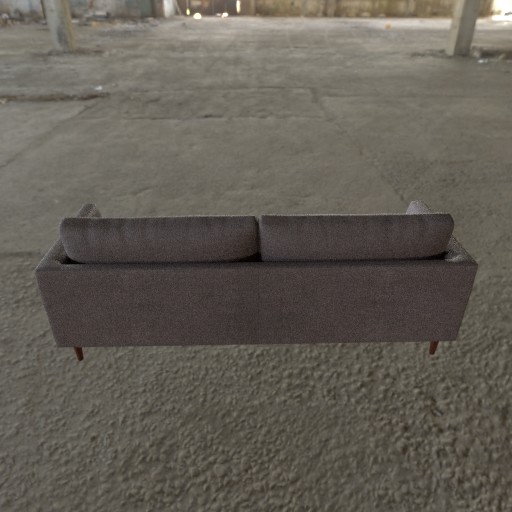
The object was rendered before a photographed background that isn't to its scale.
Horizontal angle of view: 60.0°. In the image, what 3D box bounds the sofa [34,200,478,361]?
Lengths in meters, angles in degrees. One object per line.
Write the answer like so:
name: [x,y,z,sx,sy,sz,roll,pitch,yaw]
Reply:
sofa: [0.000,0.000,2.753,2.250,0.868,1.020,-1,31,-1]
